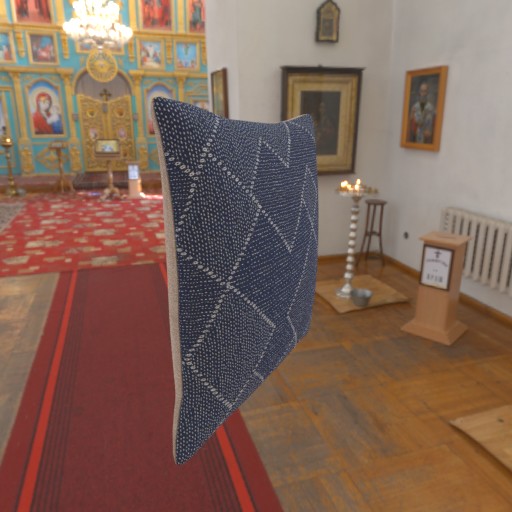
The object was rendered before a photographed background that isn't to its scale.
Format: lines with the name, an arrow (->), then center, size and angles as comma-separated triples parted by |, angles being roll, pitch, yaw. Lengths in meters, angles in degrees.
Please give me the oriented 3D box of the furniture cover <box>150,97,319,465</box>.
furniture cover -> 0.000, 0.000, 0.790 | 0.162, 0.503, 0.511 | 8, 17, 26
